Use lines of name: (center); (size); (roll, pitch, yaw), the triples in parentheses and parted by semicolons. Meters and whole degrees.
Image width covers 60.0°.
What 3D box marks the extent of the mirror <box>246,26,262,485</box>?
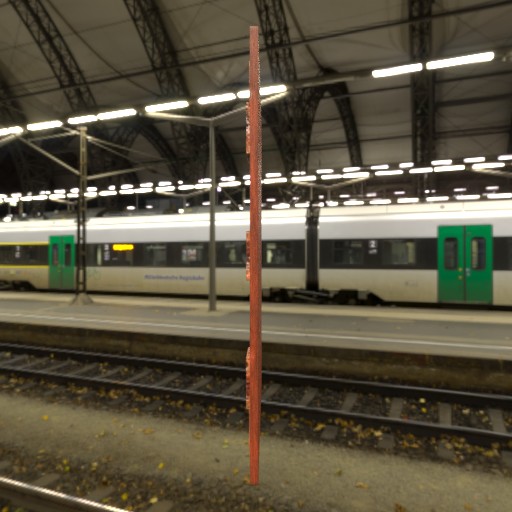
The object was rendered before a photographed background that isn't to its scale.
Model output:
mirror: (0.000, 0.000, 1.077); (0.021, 0.805, 0.600); (0, 0, 1)
